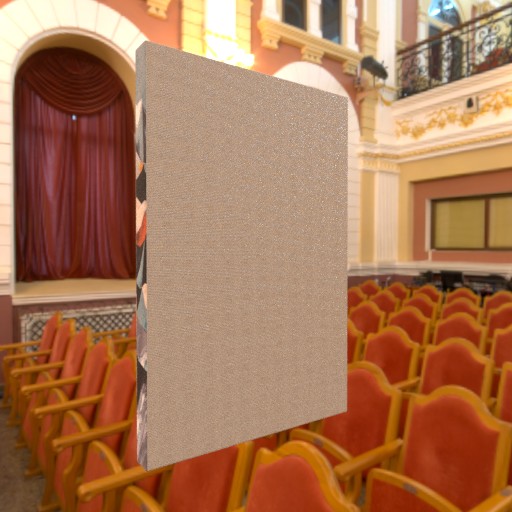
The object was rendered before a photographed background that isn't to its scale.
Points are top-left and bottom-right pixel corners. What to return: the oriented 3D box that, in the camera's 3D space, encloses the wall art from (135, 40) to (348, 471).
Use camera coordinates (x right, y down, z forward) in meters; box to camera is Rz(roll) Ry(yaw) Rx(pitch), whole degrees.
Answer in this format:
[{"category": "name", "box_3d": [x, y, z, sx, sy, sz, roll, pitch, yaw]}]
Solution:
[{"category": "wall art", "box_3d": [0.000, 0.000, 1.131, 0.609, 0.911, 0.061, -1, 1, -35]}]
